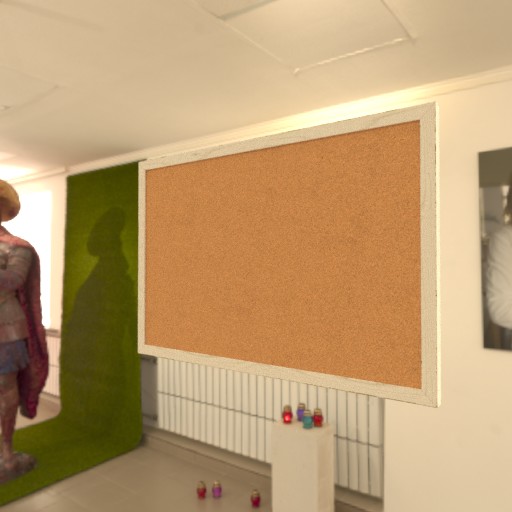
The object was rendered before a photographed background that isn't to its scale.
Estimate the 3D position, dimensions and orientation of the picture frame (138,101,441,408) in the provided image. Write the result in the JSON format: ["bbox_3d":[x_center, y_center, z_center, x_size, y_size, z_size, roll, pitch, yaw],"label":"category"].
[{"bbox_3d":[0.000,0.000,1.215,0.950,0.640,0.029,-1,-1,36],"label":"picture frame"}]
